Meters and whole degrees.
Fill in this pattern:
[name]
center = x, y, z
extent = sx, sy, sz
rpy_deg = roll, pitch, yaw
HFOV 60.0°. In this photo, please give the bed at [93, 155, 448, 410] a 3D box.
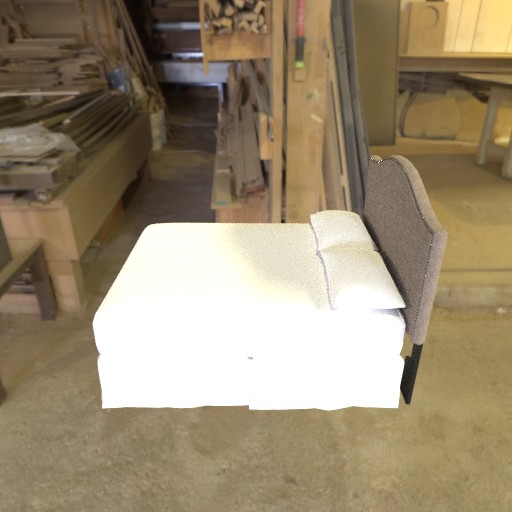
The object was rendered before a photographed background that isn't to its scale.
[bed]
center = 0.000, 0.000, 3.419
extent = 2.153, 1.518, 1.713
rpy_deg = 0, 27, 1
